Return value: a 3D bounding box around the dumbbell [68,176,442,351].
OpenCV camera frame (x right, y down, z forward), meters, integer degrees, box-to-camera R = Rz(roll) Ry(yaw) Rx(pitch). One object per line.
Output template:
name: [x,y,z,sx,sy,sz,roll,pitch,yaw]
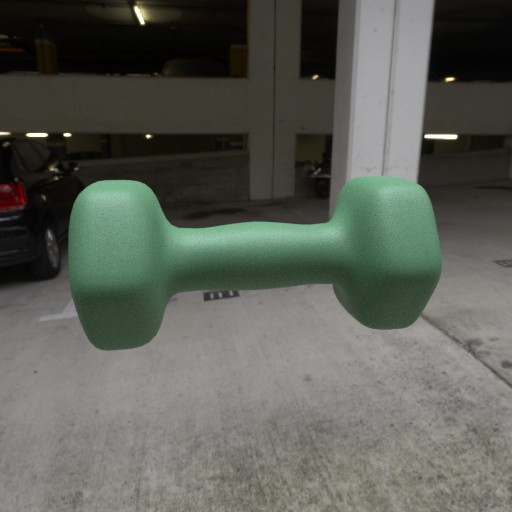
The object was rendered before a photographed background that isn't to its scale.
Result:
dumbbell: [0.000,0.000,0.334,0.257,0.114,0.126,-2,16,-8]
